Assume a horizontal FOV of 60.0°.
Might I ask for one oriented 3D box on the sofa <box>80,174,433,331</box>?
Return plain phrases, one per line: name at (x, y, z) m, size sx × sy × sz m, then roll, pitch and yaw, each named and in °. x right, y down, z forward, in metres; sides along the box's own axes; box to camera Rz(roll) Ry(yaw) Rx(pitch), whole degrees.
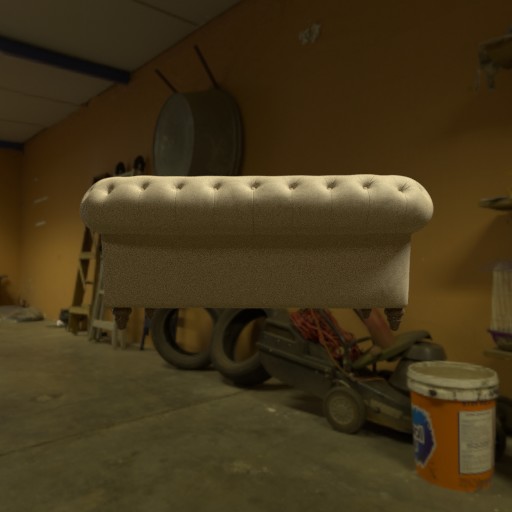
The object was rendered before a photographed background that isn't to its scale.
sofa at (0.000, 0.000, 2.649) m, size 1.988 × 0.835 × 1.069 m, roll 0°, pitch -2°, yaw 2°
